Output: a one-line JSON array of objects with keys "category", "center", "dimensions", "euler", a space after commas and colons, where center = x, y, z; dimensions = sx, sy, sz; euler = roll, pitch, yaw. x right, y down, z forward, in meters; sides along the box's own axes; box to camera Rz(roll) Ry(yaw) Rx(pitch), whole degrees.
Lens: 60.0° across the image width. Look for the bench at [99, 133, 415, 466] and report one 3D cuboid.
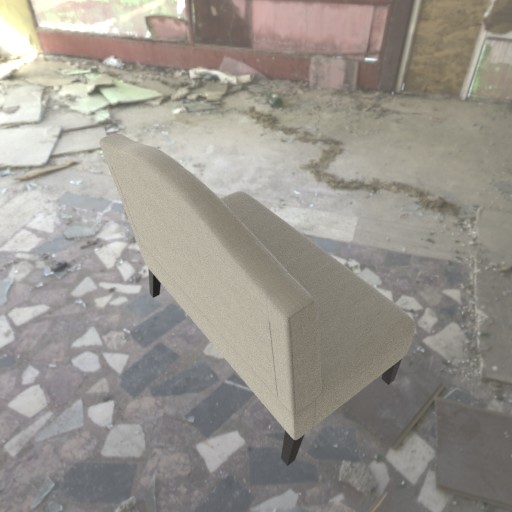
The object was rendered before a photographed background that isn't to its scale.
[{"category": "bench", "center": [0.000, 0.000, 2.063], "dimensions": [0.815, 1.180, 1.335], "euler": [-27, 48, -27]}]
